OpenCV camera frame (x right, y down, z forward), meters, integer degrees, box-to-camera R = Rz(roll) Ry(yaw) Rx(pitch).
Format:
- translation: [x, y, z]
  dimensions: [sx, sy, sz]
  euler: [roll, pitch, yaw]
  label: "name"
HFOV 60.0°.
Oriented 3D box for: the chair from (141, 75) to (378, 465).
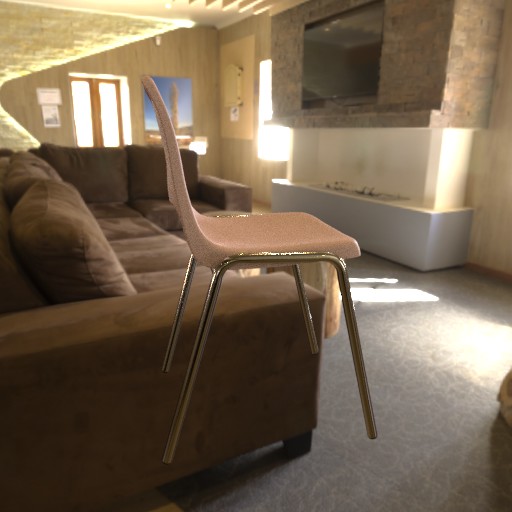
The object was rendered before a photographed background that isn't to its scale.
- translation: [0.000, 0.000, 0.948]
  dimensions: [0.436, 0.704, 0.381]
  euler: [-3, 16, -11]
  label: "chair"
